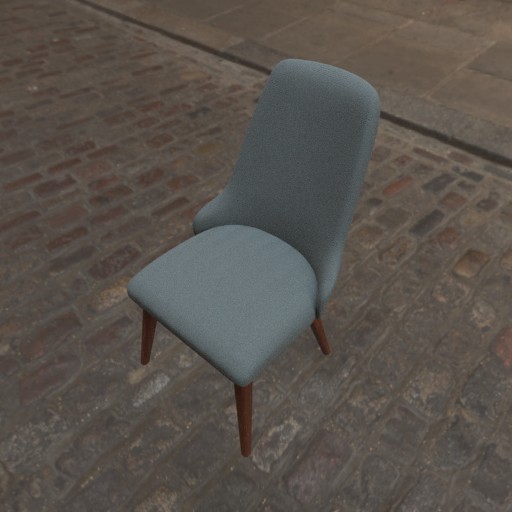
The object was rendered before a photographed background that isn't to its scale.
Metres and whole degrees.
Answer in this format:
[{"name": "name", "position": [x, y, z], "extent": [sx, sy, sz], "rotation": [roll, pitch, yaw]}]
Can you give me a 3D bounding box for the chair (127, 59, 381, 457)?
[{"name": "chair", "position": [0.000, 0.000, 1.346], "extent": [0.535, 0.918, 0.707], "rotation": [33, 55, 27]}]
